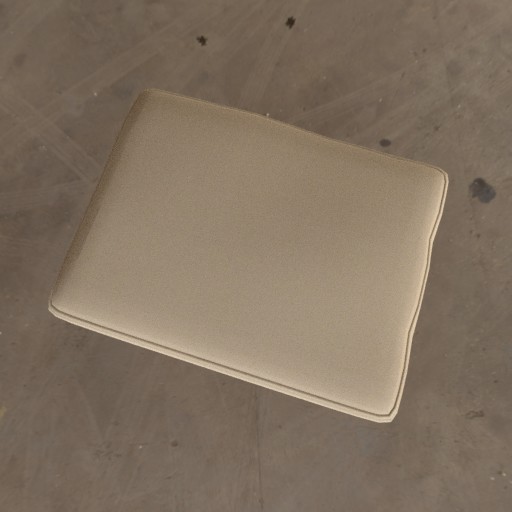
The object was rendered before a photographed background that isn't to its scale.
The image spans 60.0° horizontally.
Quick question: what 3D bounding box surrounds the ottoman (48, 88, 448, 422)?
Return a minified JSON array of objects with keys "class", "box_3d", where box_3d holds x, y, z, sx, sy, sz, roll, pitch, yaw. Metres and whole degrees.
[{"class":"ottoman","box_3d":[0.000,0.000,1.209,0.818,0.485,0.634,17,76,4]}]
